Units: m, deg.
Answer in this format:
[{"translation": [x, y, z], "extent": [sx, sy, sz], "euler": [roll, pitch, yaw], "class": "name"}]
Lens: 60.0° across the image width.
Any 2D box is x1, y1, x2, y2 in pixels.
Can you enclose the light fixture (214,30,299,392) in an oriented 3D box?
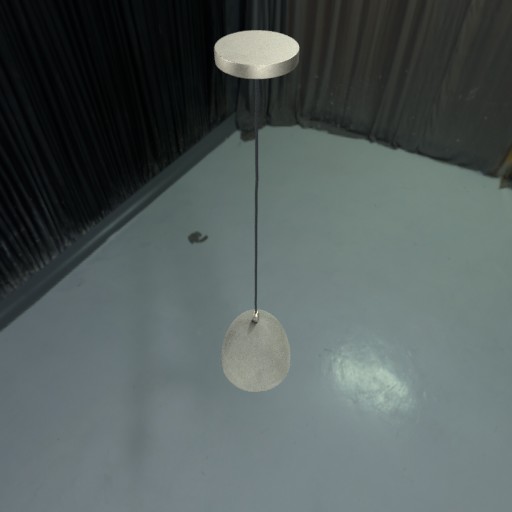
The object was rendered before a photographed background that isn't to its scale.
[{"translation": [0.000, 0.000, 0.825], "extent": [0.170, 0.759, 0.170], "euler": [22, 51, 20], "class": "light fixture"}]
